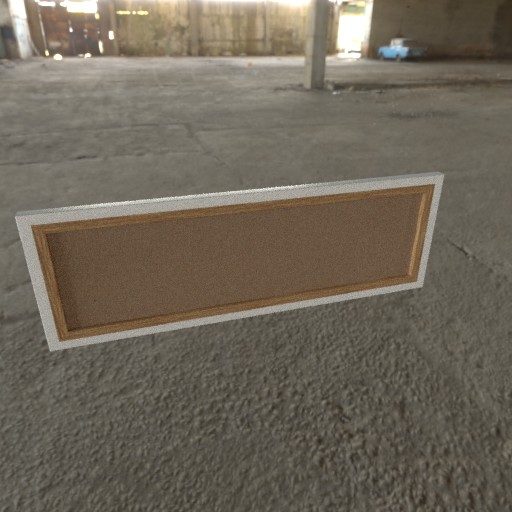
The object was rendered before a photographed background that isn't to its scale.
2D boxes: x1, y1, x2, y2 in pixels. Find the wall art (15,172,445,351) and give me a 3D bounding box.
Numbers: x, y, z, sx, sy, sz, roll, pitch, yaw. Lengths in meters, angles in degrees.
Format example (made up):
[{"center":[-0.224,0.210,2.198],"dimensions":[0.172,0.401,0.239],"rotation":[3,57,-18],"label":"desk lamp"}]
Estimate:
[{"center":[0.000,0.000,1.654],"dimensions":[1.520,0.507,0.044],"rotation":[-8,28,-15],"label":"wall art"}]
